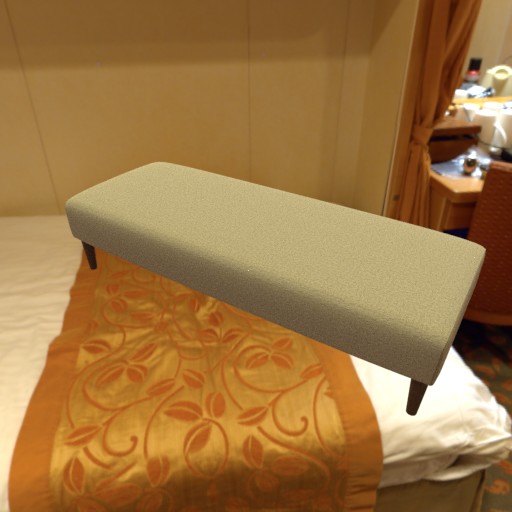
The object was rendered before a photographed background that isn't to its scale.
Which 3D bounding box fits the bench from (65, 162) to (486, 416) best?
[{"bbox_3d":[0.000,0.000,1.825,1.598,0.383,0.631,19,37,28],"label":"bench"}]
